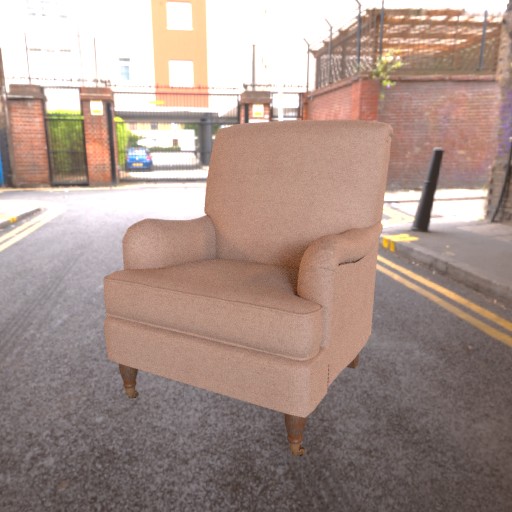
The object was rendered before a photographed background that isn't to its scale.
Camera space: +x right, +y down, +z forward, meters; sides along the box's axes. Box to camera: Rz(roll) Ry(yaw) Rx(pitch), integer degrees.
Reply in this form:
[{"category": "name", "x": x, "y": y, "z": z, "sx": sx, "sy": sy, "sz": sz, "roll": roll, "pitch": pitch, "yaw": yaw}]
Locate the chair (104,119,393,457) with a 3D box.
[{"category": "chair", "x": 0.000, "y": 0.000, "z": 1.835, "sx": 0.879, "sy": 1.119, "sz": 0.953, "roll": 7, "pitch": 15, "yaw": 27}]
